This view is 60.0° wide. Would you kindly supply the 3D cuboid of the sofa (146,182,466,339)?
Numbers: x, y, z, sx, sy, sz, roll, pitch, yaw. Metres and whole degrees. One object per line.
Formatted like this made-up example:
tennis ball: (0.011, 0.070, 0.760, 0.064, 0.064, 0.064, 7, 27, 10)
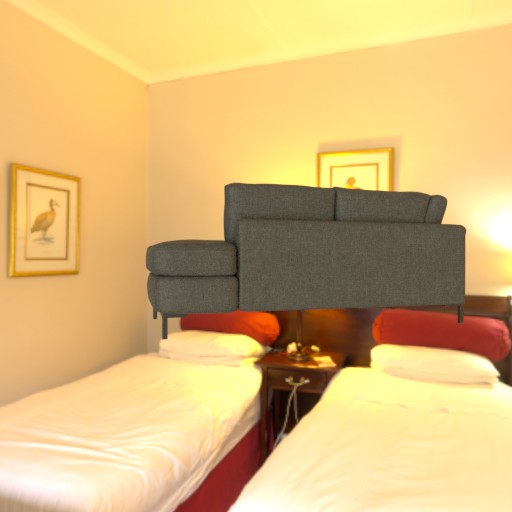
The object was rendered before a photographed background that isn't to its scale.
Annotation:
sofa: (0.000, 0.000, 3.931, 1.984, 0.858, 2.972, 0, 0, -17)
